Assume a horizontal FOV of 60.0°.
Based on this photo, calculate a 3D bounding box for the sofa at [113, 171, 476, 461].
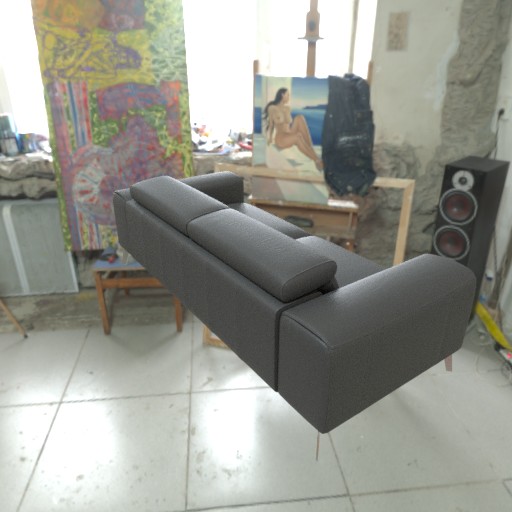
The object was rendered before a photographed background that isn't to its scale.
[{"bbox_3d":[0.000,0.000,2.798,1.023,0.759,2.321,-17,31,-32],"label":"sofa"}]
